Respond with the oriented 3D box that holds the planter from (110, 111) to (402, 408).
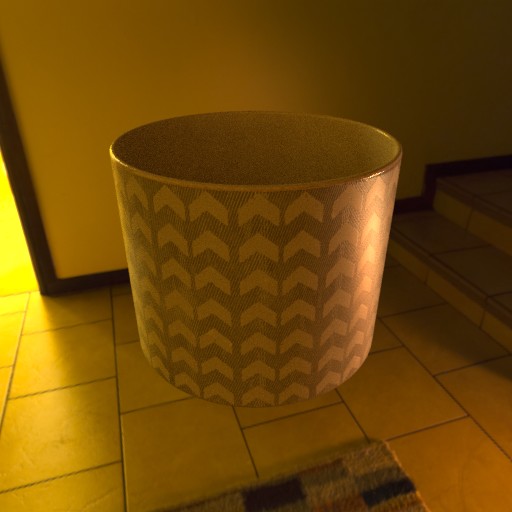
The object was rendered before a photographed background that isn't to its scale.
[{"bbox_3d":[0.000,0.000,0.451,0.250,0.239,0.250,0,29,0],"label":"planter"}]
